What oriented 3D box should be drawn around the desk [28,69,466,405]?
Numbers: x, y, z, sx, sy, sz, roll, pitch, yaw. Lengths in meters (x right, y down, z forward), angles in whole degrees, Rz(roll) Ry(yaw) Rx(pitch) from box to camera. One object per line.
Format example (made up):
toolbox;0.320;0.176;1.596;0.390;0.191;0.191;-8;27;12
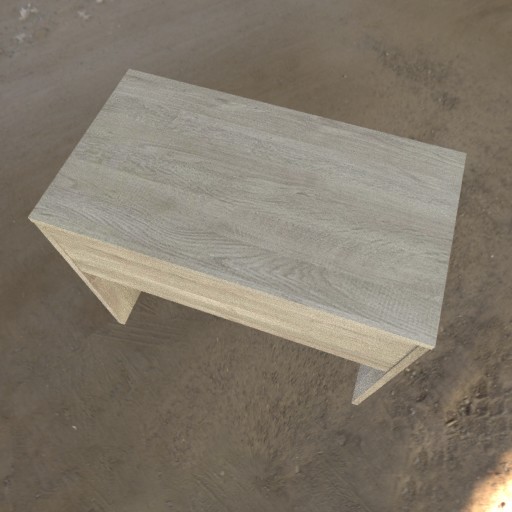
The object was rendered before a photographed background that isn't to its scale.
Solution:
desk;0.000;0.000;1.340;0.893;0.724;0.498;17;64;9
